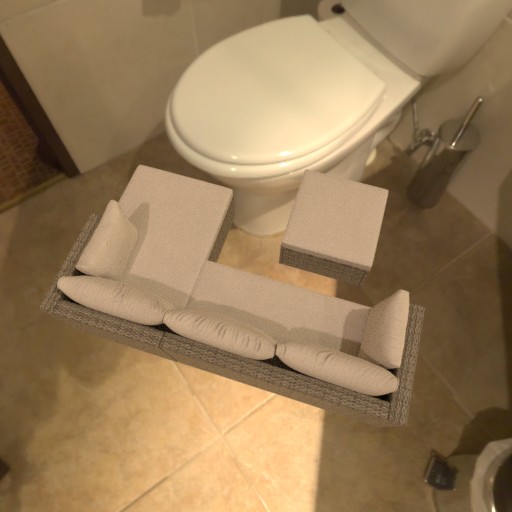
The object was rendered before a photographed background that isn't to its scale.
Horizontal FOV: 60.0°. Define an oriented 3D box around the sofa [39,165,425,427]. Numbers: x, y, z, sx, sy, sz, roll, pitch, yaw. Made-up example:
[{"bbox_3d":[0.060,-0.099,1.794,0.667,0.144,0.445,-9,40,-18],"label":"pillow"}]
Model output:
[{"bbox_3d":[0.000,0.000,3.048,2.192,0.766,1.662,16,65,8],"label":"sofa"}]
